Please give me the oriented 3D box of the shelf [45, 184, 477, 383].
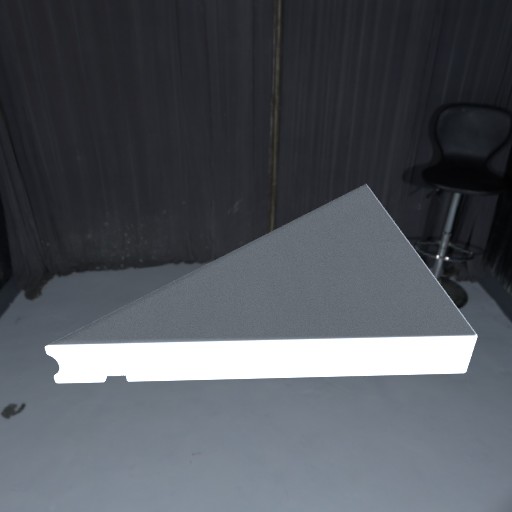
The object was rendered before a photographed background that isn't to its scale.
[{"bbox_3d":[0.000,0.000,0.437,0.296,0.035,0.296,-1,30,-2],"label":"shelf"}]
